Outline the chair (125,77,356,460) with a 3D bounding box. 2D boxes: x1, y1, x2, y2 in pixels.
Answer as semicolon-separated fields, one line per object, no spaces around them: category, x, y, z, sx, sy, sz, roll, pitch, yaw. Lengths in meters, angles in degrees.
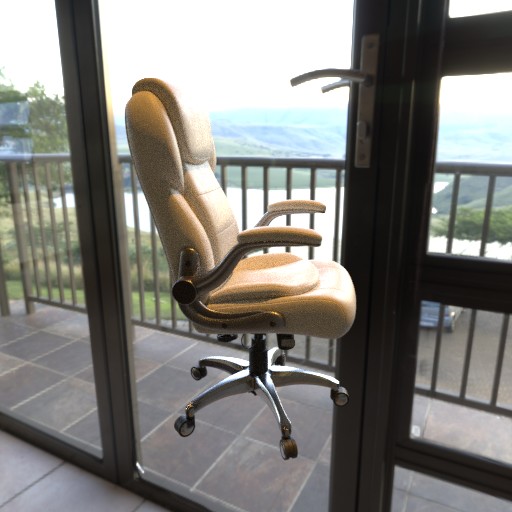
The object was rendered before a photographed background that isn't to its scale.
chair;0.000;0.000;1.793;0.806;1.330;0.755;3;15;10
